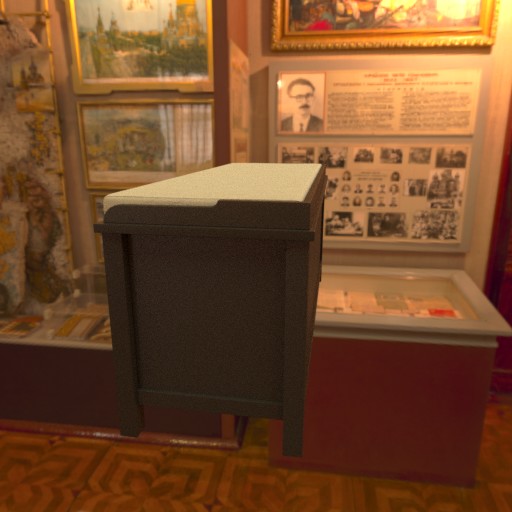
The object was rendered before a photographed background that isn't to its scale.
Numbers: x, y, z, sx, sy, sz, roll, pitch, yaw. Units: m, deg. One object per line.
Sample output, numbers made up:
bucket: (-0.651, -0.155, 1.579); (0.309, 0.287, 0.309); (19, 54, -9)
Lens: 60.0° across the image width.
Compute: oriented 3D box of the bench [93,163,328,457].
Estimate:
bench: (0.000, 0.000, 1.363); (0.398, 0.501, 1.140); (3, 15, 10)
